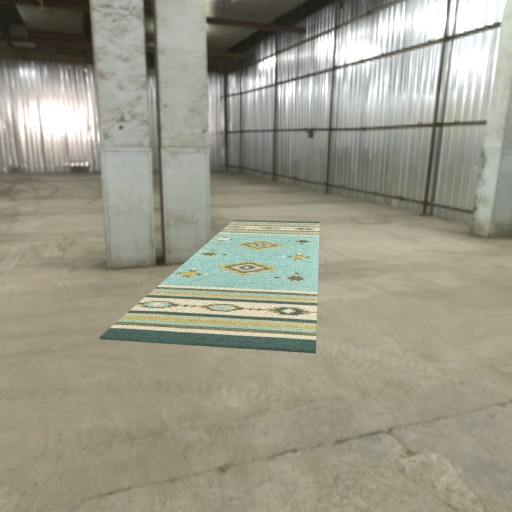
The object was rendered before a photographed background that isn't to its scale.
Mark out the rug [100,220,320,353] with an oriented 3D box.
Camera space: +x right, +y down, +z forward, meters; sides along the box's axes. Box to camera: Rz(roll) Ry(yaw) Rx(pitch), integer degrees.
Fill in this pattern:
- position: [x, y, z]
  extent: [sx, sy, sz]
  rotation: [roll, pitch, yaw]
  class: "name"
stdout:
- position: [0.000, 0.000, 2.655]
  extent: [0.744, 0.010, 2.441]
  rotation: [2, 14, 8]
  class: "rug"
